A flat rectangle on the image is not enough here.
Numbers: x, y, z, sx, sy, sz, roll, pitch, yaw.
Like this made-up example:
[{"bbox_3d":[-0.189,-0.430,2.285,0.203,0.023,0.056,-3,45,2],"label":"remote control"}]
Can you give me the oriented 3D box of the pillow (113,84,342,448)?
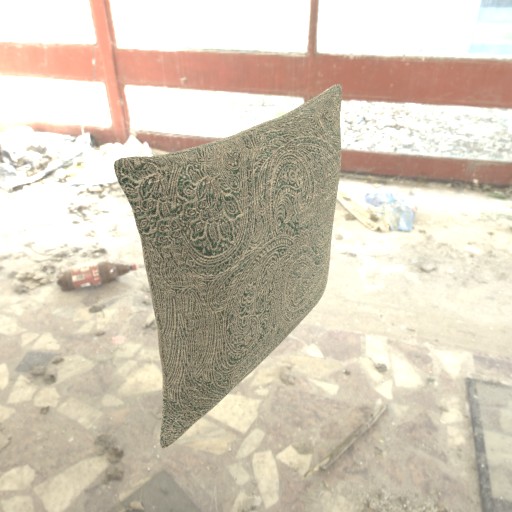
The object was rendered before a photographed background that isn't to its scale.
[{"bbox_3d":[0.000,0.000,0.790,0.166,0.507,0.526,21,38,30],"label":"pillow"}]
